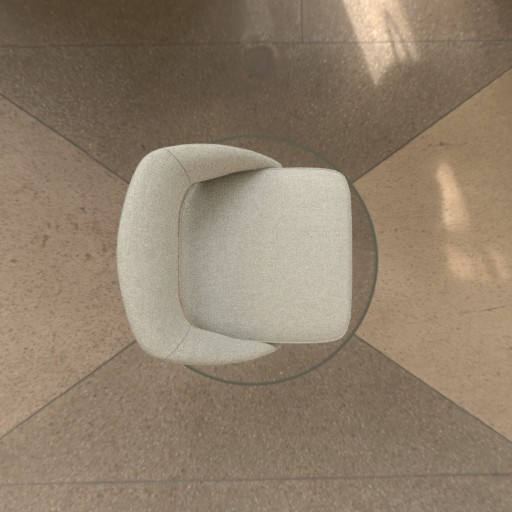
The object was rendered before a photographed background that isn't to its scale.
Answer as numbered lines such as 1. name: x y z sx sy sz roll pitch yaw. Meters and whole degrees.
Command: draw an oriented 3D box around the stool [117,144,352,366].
1. stool: 0.000 0.000 1.260 0.509 0.940 0.494 0 89 0
